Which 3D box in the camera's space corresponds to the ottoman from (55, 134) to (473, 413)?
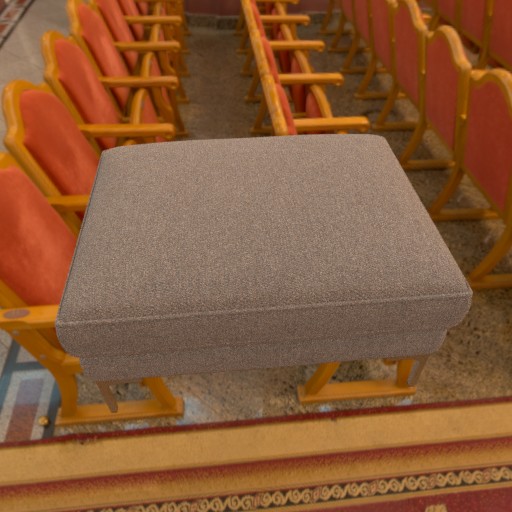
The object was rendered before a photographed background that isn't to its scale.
[{"bbox_3d":[0.000,0.000,1.113,0.785,0.464,0.583,-4,45,-4],"label":"ottoman"}]
